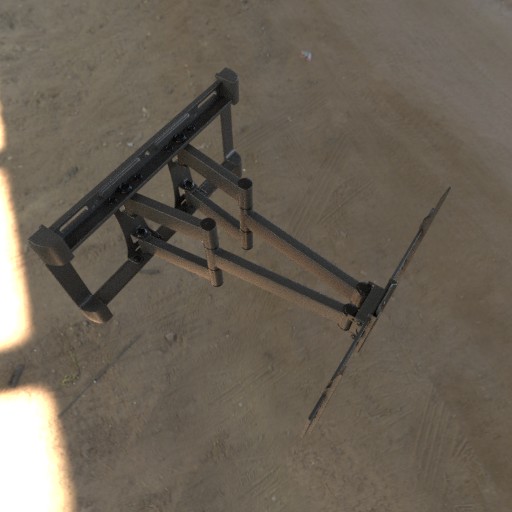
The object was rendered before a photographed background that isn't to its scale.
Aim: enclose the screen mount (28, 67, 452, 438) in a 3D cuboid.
[{"bbox_3d":[0.000,0.000,0.939,0.556,0.424,0.571,30,63,17],"label":"screen mount"}]
